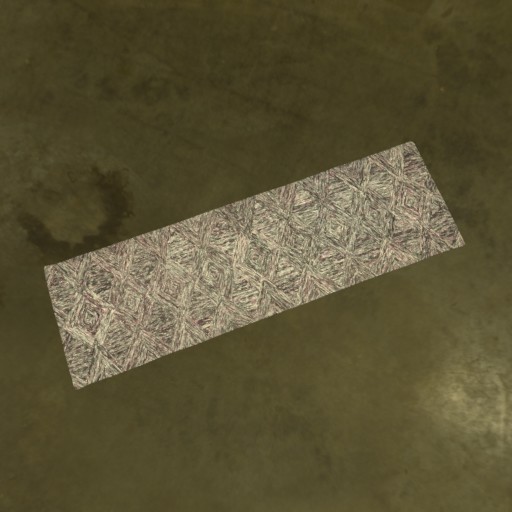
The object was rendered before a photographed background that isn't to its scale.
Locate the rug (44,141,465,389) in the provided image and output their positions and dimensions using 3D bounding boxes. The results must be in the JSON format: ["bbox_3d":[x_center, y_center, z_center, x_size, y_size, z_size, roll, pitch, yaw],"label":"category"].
[{"bbox_3d":[0.000,0.000,2.522,2.305,0.013,0.719,-20,76,-5],"label":"rug"}]
